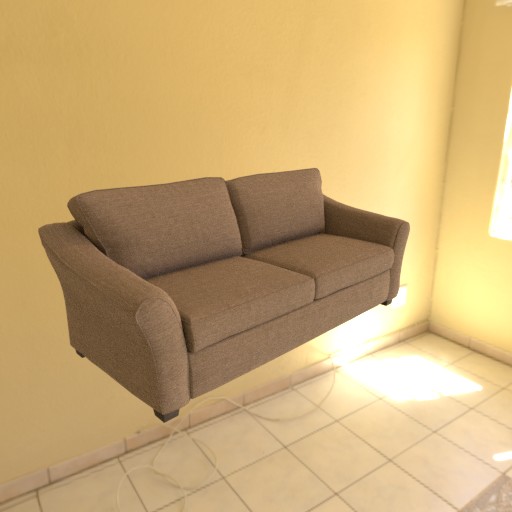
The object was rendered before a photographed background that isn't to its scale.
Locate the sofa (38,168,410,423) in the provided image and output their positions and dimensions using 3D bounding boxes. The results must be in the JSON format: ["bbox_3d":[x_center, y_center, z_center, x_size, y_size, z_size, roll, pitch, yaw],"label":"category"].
[{"bbox_3d":[0.000,0.000,2.797,2.270,0.965,0.980,-15,22,-42],"label":"sofa"}]
